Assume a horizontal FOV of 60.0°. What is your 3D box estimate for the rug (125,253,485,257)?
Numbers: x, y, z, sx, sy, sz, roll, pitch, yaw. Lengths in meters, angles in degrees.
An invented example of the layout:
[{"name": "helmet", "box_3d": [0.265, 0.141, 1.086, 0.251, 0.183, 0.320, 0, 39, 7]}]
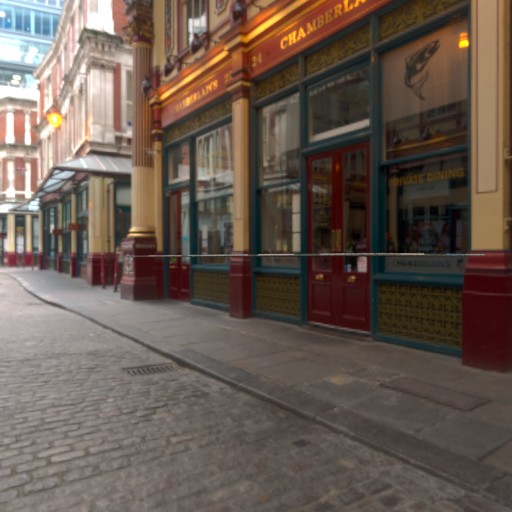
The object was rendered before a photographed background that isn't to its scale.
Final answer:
[{"name": "rug", "box_3d": [0.000, 0.000, 2.727, 0.774, 0.008, 2.437, 0, 0, -36]}]
